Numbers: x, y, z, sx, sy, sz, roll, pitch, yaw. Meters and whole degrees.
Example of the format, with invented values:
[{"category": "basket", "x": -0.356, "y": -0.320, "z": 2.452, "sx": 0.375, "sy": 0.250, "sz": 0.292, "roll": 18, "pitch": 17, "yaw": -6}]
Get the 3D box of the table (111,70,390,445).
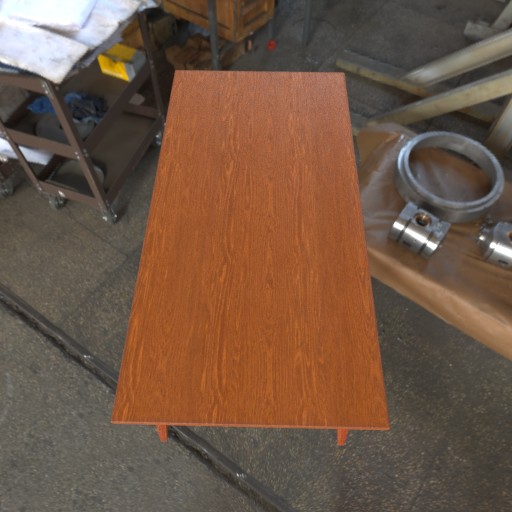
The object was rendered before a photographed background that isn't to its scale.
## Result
[{"category": "table", "x": 0.000, "y": 0.000, "z": 2.020, "sx": 0.811, "sy": 0.755, "sz": 1.609, "roll": 1, "pitch": 59, "yaw": 1}]
